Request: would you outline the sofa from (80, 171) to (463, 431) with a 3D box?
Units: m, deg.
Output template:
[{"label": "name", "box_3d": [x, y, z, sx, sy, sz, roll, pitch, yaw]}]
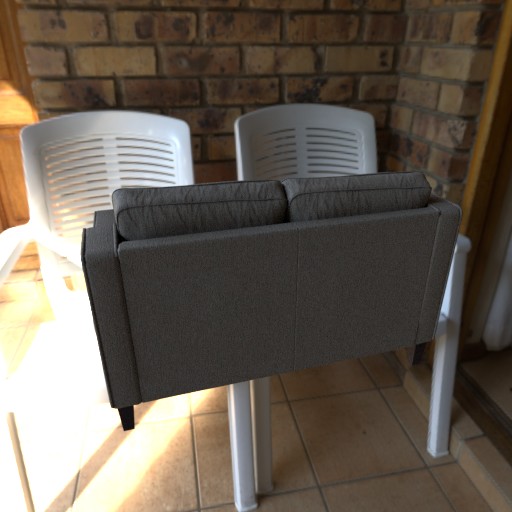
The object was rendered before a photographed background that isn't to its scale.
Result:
[{"label": "sofa", "box_3d": [0.000, 0.000, 2.200, 1.503, 0.981, 0.985, -8, 27, -15]}]
